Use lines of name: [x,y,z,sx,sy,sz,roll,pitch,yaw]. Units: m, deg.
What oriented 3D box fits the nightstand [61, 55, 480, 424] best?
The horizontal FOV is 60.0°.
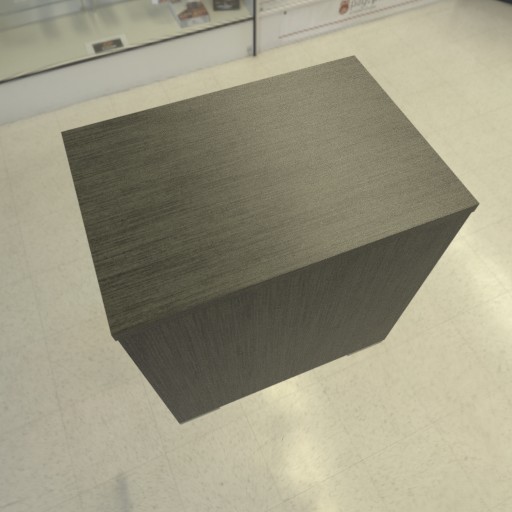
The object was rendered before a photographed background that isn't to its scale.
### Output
nightstand: [0.000,0.000,0.758,0.441,0.460,0.325,-19,60,-11]
